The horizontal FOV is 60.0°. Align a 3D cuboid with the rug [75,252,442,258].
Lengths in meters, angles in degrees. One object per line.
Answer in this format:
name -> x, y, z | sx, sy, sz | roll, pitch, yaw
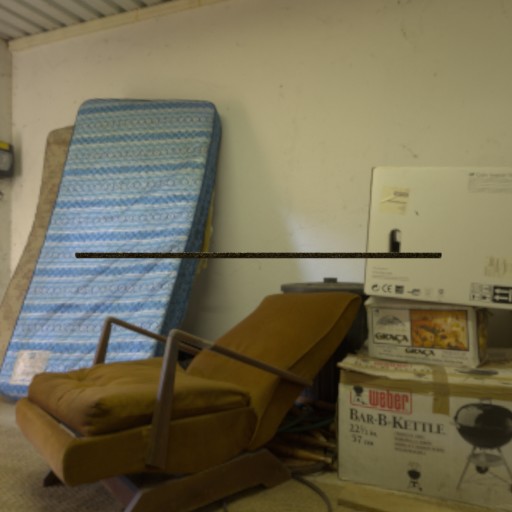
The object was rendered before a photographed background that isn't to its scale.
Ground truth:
rug -> 0.000, 0.000, 2.972 | 1.501, 0.025, 2.352 | 0, 0, -1
